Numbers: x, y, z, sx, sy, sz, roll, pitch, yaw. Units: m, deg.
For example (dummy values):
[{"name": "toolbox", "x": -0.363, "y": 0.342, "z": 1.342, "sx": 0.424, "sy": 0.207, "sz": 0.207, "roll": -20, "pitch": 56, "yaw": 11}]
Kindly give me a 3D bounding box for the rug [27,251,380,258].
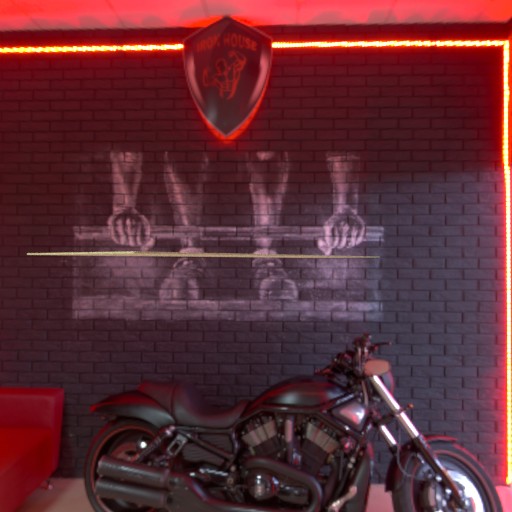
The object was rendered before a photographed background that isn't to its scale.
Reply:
[{"name": "rug", "x": 0.000, "y": 0.000, "z": 2.697, "sx": 0.686, "sy": 0.006, "sz": 2.437, "roll": 0, "pitch": -1, "yaw": 35}]
